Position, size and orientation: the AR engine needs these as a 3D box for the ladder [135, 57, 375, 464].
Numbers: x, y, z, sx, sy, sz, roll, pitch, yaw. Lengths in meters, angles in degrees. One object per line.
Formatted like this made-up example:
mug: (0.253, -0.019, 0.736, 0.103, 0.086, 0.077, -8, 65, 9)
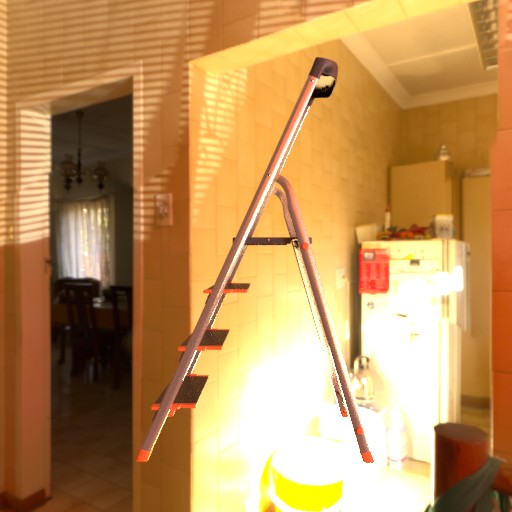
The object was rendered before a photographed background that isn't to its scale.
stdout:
ladder: (0.000, 0.000, 1.753, 0.834, 1.429, 0.452, 0, 0, 1)
